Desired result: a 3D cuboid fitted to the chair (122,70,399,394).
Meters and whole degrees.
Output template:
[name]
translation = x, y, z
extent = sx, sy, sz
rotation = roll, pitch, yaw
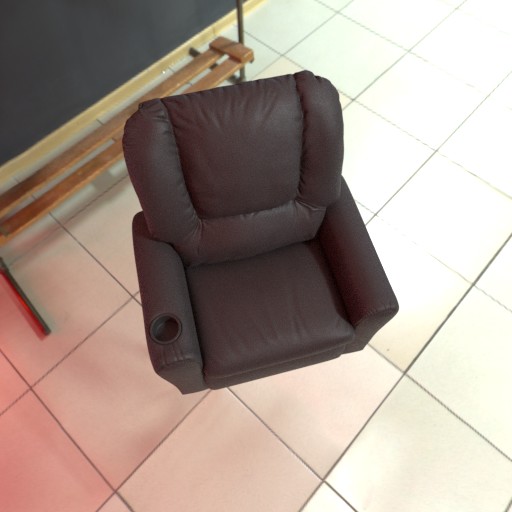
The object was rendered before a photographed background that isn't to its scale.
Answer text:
[chair]
translation = 0.000, 0.000, 1.138
extent = 0.610, 0.709, 0.521
rotation = -13, 64, -6
